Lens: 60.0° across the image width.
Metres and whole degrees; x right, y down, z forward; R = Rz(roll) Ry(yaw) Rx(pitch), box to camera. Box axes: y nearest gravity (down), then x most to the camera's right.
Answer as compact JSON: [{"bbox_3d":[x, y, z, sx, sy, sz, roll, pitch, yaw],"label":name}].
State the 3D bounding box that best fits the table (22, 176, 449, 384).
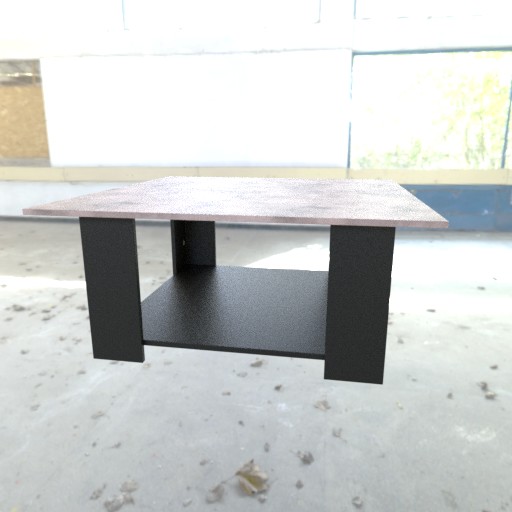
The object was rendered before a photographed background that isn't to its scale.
[{"bbox_3d":[0.000,0.000,1.037,0.670,0.305,0.670,3,15,10],"label":"table"}]
